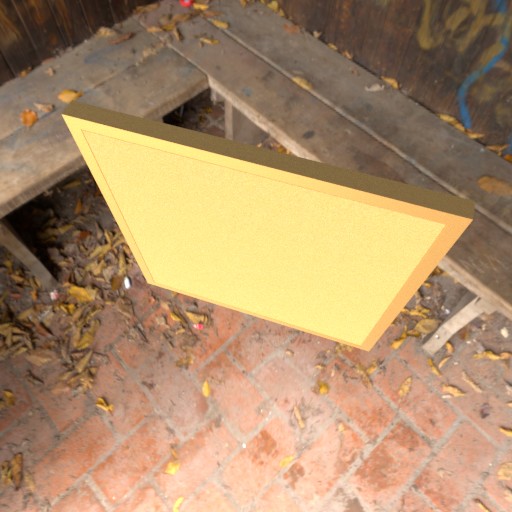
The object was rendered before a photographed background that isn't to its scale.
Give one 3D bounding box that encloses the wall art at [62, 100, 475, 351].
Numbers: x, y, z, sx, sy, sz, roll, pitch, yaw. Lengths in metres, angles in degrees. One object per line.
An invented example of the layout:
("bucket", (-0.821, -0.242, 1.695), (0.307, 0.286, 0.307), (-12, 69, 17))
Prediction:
("wall art", (0.000, 0.000, 2.850), (1.926, 1.926, 0.099), (16, 63, 8))
